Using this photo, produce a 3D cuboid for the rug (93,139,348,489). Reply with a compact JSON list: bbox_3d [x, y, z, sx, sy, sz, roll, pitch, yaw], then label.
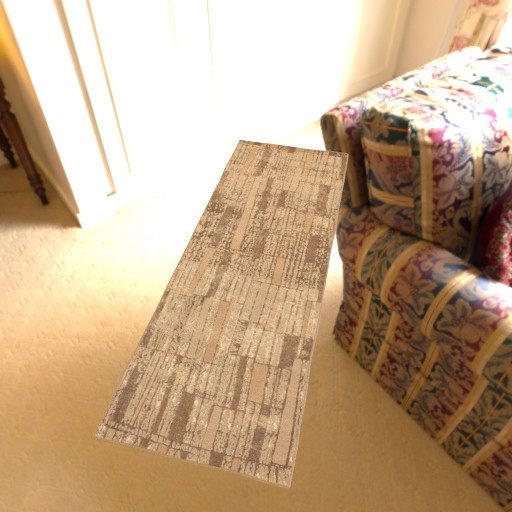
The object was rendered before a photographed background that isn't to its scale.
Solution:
[{"bbox_3d":[0.000,0.000,2.594,0.857,0.018,2.383,10,47,9],"label":"rug"}]
